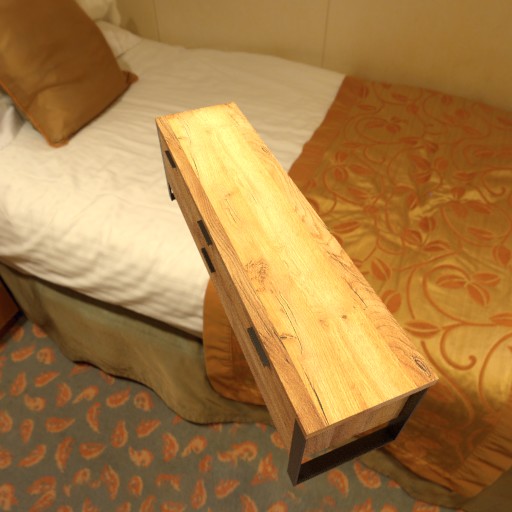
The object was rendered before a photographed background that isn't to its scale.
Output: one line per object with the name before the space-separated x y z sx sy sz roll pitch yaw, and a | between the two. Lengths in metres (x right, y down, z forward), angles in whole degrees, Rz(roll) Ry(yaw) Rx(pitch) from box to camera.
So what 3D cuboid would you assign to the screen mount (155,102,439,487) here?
screen mount | 0.000 0.000 1.729 0.395 0.450 1.524 -17 50 -15
